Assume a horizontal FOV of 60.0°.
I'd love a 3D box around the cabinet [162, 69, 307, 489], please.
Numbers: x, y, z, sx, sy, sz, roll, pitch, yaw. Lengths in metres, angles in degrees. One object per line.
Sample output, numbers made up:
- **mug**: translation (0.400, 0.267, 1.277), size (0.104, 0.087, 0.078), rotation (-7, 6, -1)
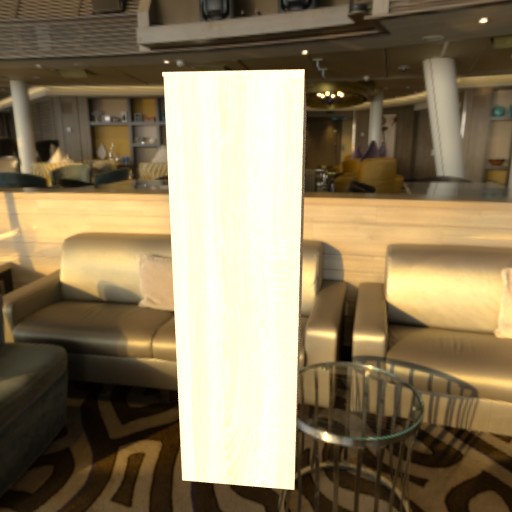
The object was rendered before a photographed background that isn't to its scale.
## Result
- **cabinet**: translation (0.000, 0.000, 3.016), size (0.620, 2.060, 1.870), rotation (2, 14, 6)
